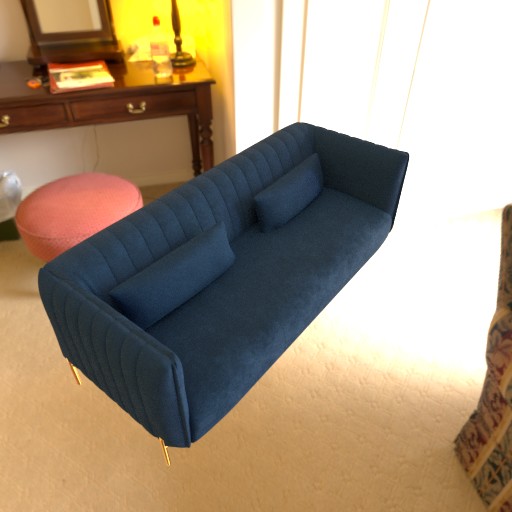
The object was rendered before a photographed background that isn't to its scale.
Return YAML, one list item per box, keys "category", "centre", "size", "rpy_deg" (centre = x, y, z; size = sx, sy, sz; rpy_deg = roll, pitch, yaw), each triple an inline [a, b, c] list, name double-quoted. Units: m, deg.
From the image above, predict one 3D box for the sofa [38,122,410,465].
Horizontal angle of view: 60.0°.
- category: "sofa"
  centre: [0.000, 0.000, 2.565]
  size: [0.896, 0.793, 2.136]
  rpy_deg: [27, 47, 28]
